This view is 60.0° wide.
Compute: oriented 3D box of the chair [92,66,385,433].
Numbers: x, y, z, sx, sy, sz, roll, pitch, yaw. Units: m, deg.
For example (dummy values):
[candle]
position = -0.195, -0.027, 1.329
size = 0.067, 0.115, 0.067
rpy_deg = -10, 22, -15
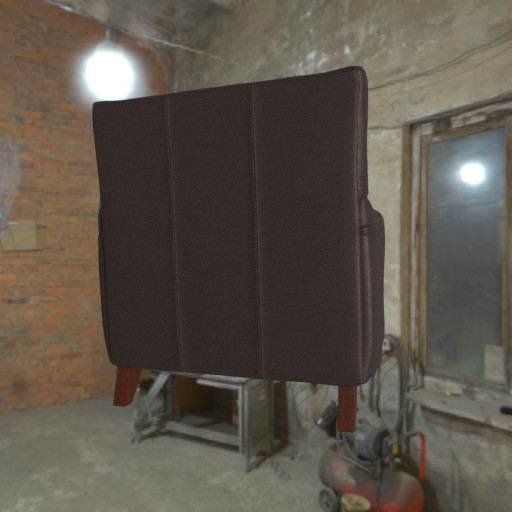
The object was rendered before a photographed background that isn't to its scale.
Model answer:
[chair]
position = 0.000, 0.000, 1.584
size = 0.870, 0.943, 0.825
rpy_deg = 0, -1, 18
